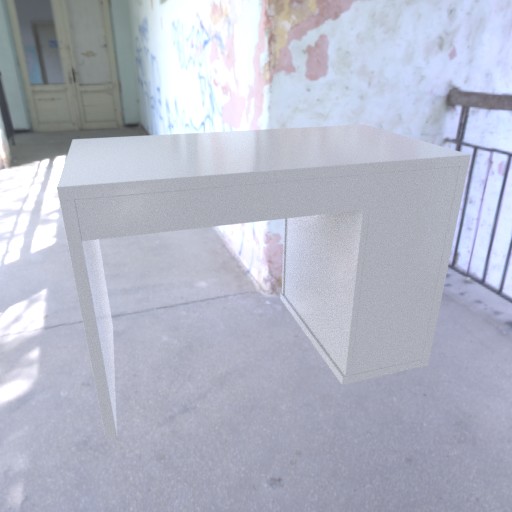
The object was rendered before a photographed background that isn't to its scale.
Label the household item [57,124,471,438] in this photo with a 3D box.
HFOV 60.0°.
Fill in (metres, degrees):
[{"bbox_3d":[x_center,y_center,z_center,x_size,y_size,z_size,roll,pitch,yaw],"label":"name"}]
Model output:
[{"bbox_3d":[0.000,0.000,1.532,1.100,0.749,0.597,-8,26,-16],"label":"household item"}]
